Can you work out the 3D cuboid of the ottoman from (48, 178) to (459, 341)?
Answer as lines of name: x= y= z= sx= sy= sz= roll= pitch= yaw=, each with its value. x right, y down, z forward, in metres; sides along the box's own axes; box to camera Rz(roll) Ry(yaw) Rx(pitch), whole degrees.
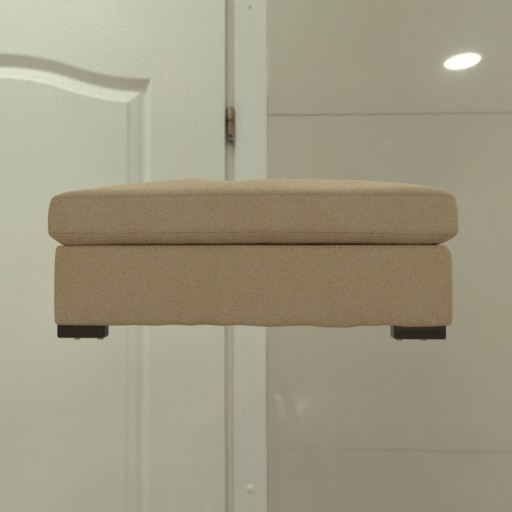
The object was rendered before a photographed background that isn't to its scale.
ottoman: x=0.000 y=0.000 z=1.854 sx=1.205 sy=0.522 sz=1.190 roll=0 pitch=-1 yaw=2
